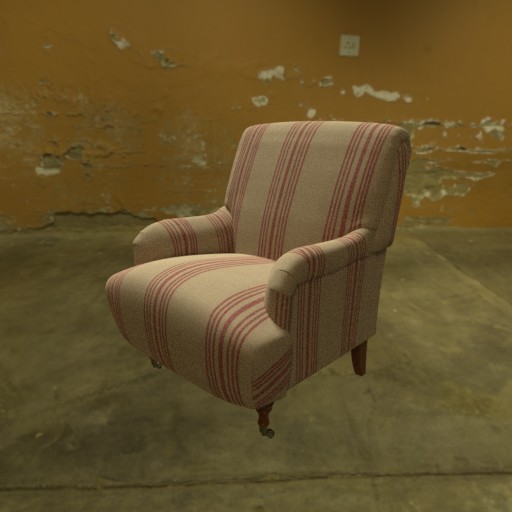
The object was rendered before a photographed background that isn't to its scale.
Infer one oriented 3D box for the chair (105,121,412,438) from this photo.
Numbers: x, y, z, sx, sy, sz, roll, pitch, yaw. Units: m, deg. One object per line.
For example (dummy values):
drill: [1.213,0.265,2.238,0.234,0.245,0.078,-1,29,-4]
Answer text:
chair: [0.000,0.000,1.918,0.933,1.123,1.058,15,22,41]
